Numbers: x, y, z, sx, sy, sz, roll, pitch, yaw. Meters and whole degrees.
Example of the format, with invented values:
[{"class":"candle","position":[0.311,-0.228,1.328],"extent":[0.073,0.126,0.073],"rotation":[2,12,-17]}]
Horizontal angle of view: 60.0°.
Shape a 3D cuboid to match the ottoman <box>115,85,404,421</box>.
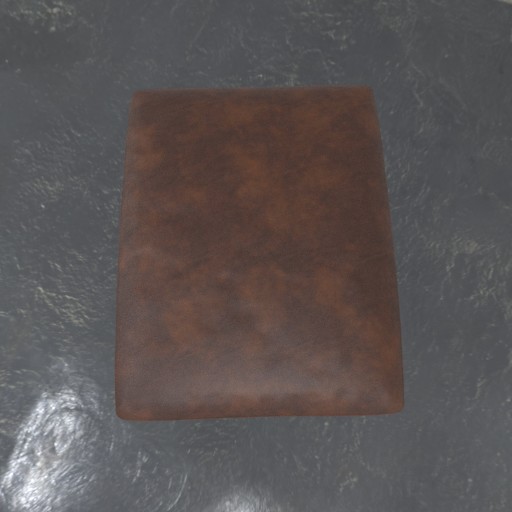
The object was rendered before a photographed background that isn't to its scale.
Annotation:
[{"class":"ottoman","position":[0.000,0.000,1.115],"extent":[0.586,0.486,0.742],"rotation":[-1,76,0]}]
